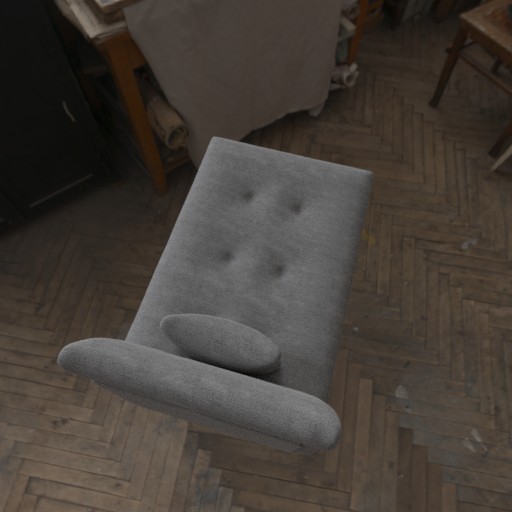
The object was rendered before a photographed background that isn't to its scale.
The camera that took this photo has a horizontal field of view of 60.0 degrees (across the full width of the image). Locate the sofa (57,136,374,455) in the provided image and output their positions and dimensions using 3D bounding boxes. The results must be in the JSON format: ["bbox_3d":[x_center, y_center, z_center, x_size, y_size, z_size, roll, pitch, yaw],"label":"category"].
[{"bbox_3d":[0.000,0.000,1.968,0.930,0.820,1.450,14,64,7],"label":"sofa"}]
